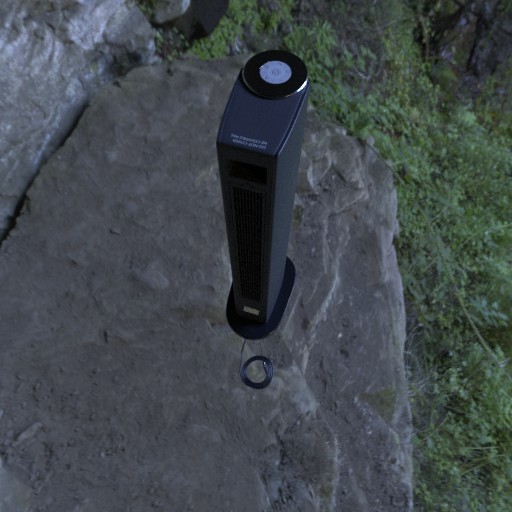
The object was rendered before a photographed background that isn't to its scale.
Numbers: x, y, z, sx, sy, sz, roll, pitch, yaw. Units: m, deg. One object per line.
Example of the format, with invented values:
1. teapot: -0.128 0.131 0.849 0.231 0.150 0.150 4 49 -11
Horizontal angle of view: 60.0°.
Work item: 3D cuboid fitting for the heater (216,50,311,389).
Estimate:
1. heater: 0.000 0.000 1.055 0.214 0.856 0.458 15 65 7
